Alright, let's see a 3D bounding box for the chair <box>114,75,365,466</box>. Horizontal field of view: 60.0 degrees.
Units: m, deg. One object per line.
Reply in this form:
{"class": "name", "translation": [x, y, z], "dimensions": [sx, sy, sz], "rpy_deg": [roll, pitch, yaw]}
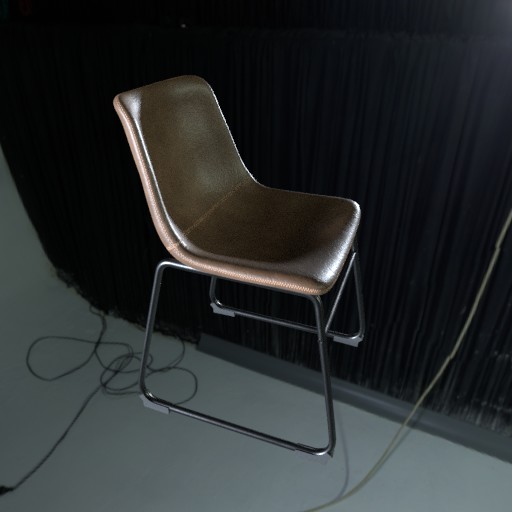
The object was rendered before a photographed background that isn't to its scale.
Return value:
{"class": "chair", "translation": [0.000, 0.000, 1.104], "dimensions": [0.551, 0.780, 0.460], "rpy_deg": [11, 32, 18]}
